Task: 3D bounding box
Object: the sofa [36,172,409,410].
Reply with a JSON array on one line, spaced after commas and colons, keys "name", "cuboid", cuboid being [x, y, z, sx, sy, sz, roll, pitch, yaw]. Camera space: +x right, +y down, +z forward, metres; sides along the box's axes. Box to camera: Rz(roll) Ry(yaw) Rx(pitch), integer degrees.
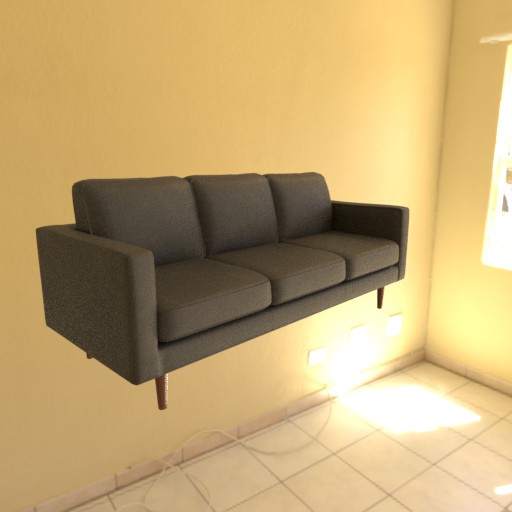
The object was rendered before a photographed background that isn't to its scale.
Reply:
[{"name": "sofa", "cuboid": [0.000, 0.000, 2.503, 0.879, 0.899, 2.029, 12, 18, 44]}]
